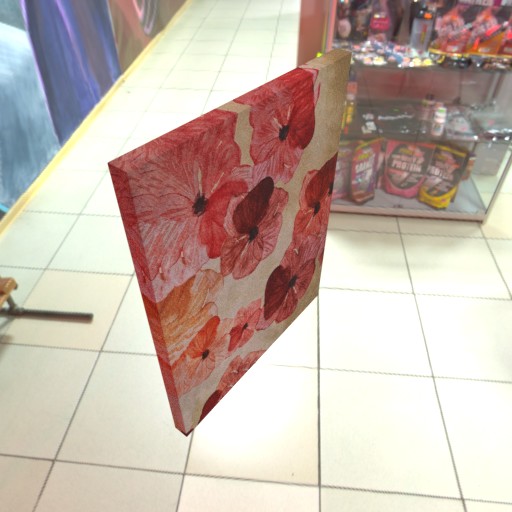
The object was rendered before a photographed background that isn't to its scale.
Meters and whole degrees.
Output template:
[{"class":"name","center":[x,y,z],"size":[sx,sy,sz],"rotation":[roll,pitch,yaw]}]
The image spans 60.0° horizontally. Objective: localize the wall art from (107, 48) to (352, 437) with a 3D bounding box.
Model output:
[{"class":"wall art","center":[0.000,0.000,0.688],"size":[0.028,0.508,0.406],"rotation":[28,49,27]}]
